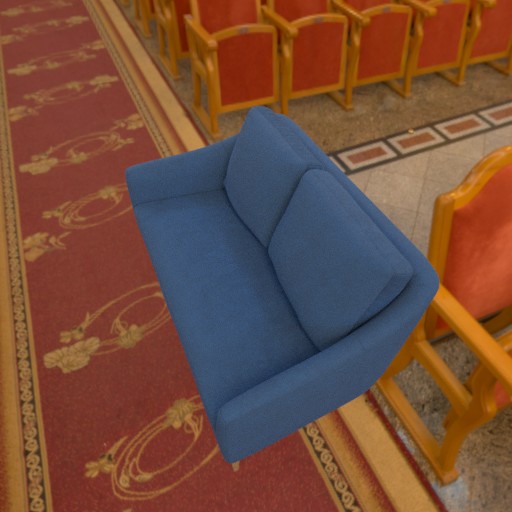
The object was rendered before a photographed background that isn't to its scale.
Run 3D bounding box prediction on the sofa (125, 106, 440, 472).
[{"bbox_3d":[0.000,0.000,2.199,0.960,0.902,1.619,-17,48,-16],"label":"sofa"}]
